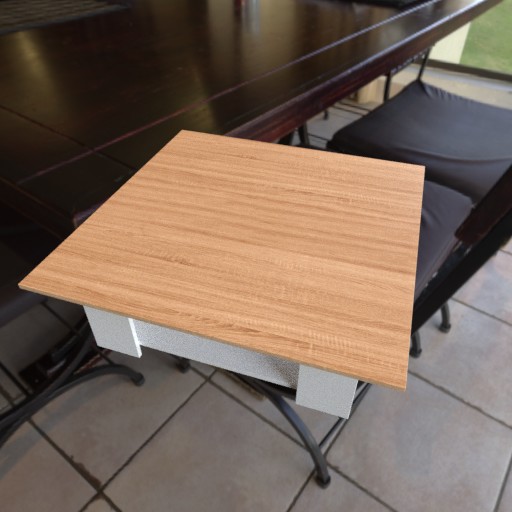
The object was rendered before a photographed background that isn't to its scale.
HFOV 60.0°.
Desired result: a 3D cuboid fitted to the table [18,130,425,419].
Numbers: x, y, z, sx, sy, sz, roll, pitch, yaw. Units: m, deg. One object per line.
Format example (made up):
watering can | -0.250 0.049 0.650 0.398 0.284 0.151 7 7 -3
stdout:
table | 0.000 0.000 1.360 0.890 0.305 0.890 12 42 14
